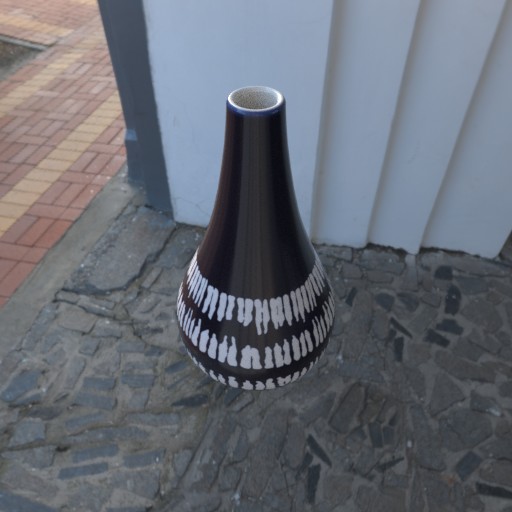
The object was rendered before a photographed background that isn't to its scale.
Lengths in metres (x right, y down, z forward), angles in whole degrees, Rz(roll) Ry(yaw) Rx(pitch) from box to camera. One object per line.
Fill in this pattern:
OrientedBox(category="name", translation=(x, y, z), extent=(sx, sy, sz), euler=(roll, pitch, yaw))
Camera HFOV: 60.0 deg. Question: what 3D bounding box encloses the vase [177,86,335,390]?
OrientedBox(category="vase", translation=(0.000, 0.000, 0.395), extent=(0.159, 0.295, 0.159), euler=(0, 45, 0))
